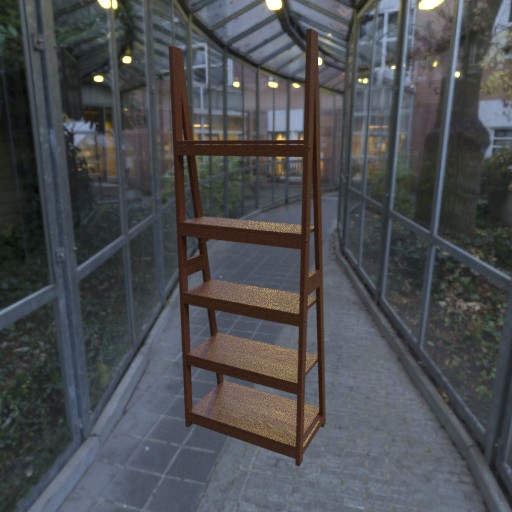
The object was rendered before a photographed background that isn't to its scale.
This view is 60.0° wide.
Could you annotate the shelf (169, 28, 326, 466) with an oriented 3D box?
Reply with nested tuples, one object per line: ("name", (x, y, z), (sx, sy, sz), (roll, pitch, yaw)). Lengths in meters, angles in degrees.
("shelf", (0.000, 0.000, 2.047), (0.630, 1.780, 0.356), (7, 16, 27))
